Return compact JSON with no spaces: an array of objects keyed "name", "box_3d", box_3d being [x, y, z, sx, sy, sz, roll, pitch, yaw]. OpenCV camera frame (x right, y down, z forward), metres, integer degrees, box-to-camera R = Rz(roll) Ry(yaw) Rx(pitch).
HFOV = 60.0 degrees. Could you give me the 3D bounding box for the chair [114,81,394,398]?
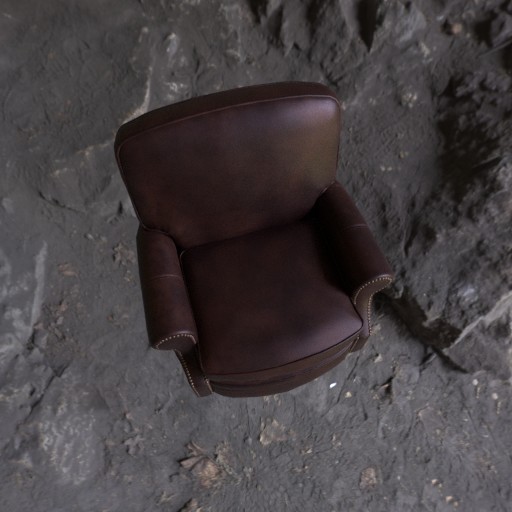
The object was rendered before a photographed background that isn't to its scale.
[{"name":"chair","box_3d":[0.000,0.000,1.793,0.936,1.018,0.986,-15,65,-7]}]
